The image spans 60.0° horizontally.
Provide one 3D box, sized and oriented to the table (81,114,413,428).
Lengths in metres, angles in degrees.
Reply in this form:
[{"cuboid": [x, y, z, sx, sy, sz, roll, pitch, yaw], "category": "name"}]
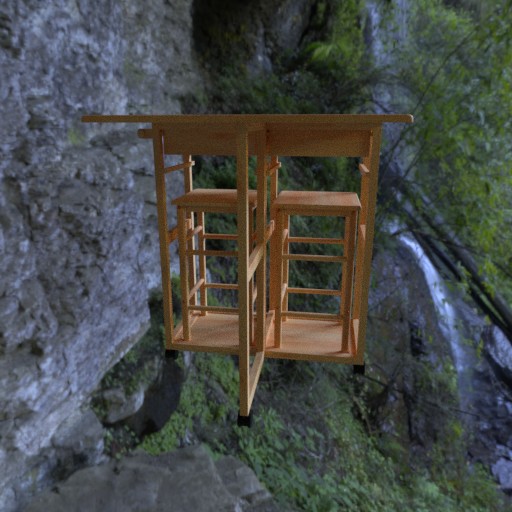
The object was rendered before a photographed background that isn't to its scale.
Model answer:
[{"cuboid": [0.000, 0.000, 1.388, 0.752, 0.832, 0.693, 3, 17, 9], "category": "table"}]
